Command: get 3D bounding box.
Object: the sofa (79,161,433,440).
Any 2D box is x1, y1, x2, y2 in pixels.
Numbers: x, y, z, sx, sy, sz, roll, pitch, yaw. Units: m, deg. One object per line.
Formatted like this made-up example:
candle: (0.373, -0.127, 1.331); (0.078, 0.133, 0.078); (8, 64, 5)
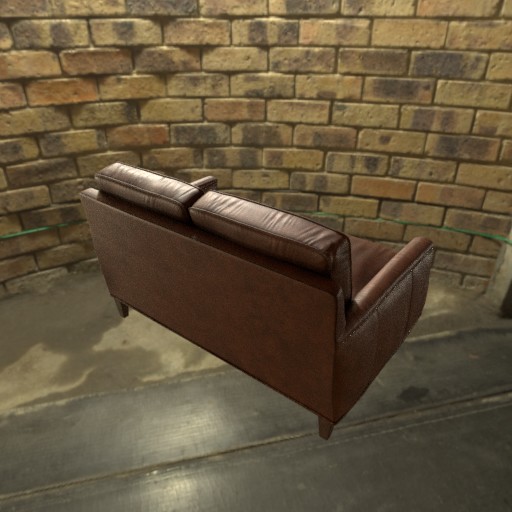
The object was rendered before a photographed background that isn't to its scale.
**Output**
sofa: (0.000, 0.000, 2.419); (1.628, 1.003, 1.083); (21, 36, 32)
